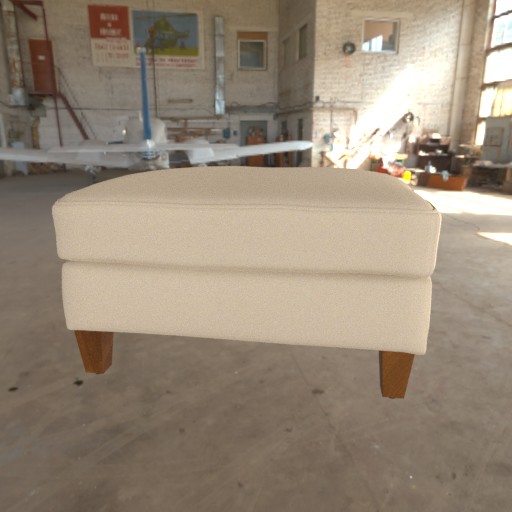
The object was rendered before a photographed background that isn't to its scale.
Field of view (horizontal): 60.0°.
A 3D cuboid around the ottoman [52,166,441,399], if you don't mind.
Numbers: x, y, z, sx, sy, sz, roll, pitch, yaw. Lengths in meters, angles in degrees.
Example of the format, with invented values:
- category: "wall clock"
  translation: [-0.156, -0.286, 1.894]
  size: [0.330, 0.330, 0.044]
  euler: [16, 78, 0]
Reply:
- category: "ottoman"
  translation: [0.000, 0.000, 1.226]
  size: [0.818, 0.485, 0.634]
  euler: [2, 15, 8]
